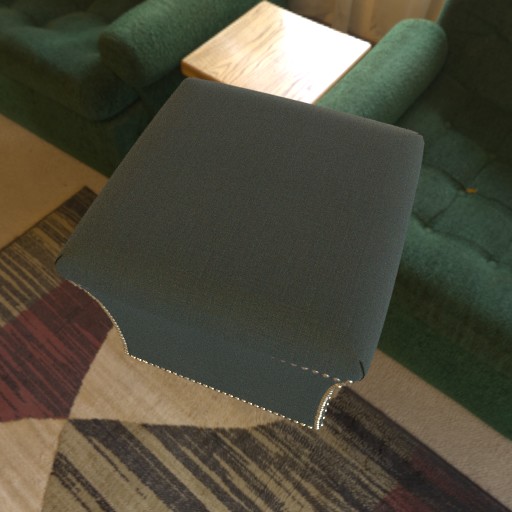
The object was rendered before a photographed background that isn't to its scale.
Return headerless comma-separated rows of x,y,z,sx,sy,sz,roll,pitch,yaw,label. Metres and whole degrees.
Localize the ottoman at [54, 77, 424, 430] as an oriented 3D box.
0.000,0.000,0.910,0.507,0.475,0.497,18,60,11,ottoman
